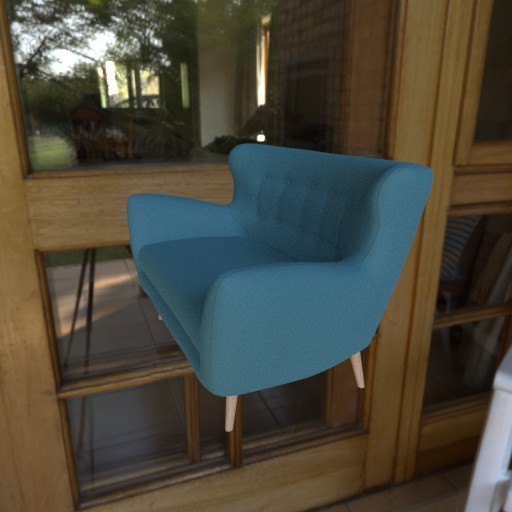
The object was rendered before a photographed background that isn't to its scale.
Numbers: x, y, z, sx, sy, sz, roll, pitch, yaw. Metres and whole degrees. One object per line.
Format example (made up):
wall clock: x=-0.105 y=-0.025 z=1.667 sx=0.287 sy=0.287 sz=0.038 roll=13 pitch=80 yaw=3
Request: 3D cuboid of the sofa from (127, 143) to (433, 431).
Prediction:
sofa: x=0.000 y=0.000 z=1.952 sx=0.889 sy=0.889 sz=1.397 roll=-8 pitch=19 yaw=-24
